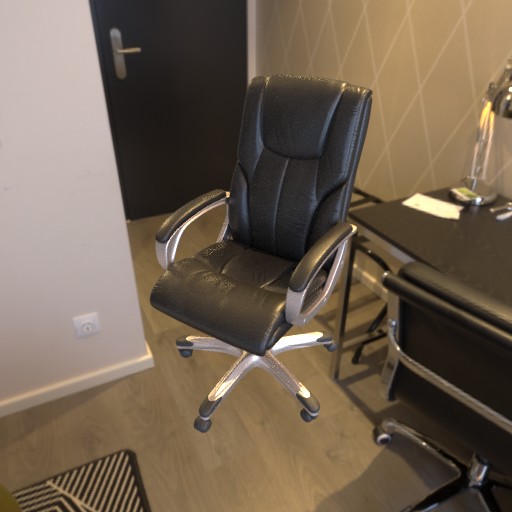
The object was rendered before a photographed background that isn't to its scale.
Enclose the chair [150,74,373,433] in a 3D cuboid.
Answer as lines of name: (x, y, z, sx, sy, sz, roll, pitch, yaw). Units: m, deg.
chair: (0.000, 0.000, 1.628, 0.700, 1.145, 0.780, 19, 36, 28)
